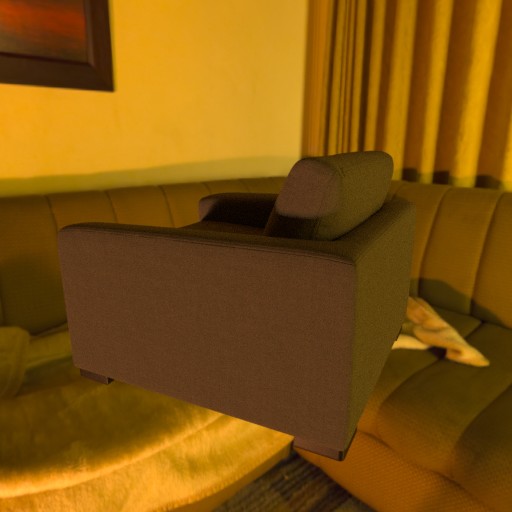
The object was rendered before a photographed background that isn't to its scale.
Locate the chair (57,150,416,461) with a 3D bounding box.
[{"bbox_3d":[0.000,0.000,1.824,1.100,0.847,1.070,8,17,26],"label":"chair"}]
